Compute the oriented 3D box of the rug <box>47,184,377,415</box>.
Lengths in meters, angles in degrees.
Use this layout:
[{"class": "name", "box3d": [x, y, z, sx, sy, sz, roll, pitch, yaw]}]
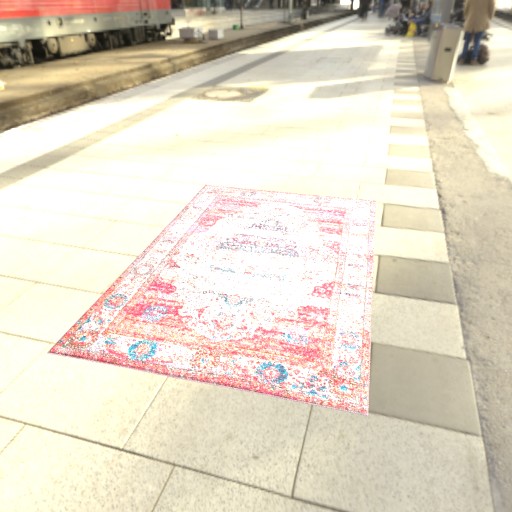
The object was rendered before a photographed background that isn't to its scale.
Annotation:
[{"class": "rug", "box3d": [0.000, 0.000, 2.353, 1.219, 0.006, 1.829, 7, 31, 12]}]
